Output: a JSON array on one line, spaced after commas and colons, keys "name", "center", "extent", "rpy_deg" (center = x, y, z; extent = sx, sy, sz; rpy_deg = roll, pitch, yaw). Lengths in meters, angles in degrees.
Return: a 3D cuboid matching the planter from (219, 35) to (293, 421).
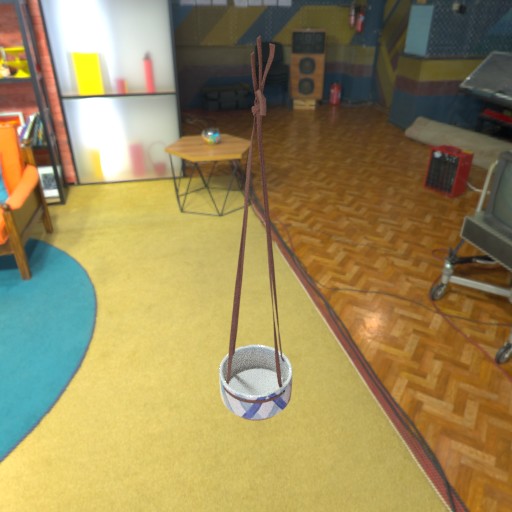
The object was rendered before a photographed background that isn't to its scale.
[{"name": "planter", "center": [0.000, 0.000, 0.835], "extent": [0.166, 0.751, 0.166], "rpy_deg": [20, 35, 31]}]
